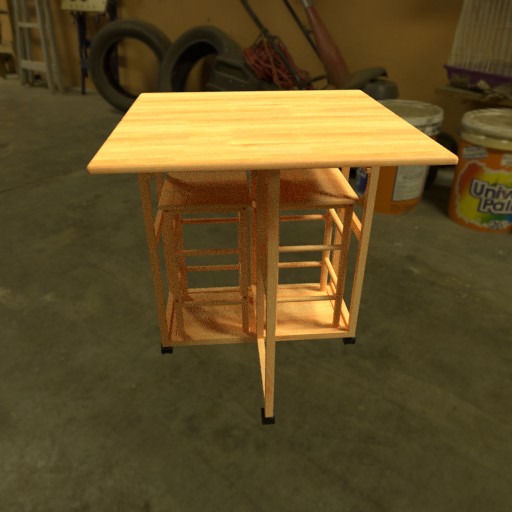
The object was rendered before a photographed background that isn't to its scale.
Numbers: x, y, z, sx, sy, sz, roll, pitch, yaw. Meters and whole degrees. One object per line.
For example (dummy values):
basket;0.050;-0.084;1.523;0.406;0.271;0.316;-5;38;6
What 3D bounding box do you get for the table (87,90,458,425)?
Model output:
table;0.000;0.000;1.354;0.752;0.832;0.693;-2;31;-4
